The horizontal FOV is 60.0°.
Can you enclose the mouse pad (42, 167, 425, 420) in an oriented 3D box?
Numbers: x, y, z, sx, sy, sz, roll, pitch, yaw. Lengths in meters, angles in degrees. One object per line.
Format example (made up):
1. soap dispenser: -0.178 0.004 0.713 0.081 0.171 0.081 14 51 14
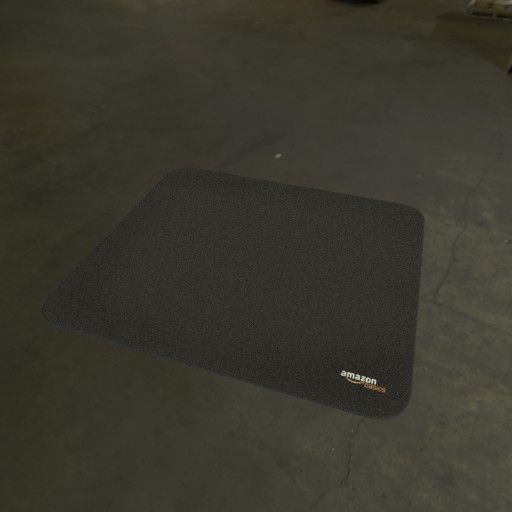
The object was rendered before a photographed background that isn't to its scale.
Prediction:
1. mouse pad: 0.000 0.000 0.322 0.229 0.003 0.203 12 42 14
